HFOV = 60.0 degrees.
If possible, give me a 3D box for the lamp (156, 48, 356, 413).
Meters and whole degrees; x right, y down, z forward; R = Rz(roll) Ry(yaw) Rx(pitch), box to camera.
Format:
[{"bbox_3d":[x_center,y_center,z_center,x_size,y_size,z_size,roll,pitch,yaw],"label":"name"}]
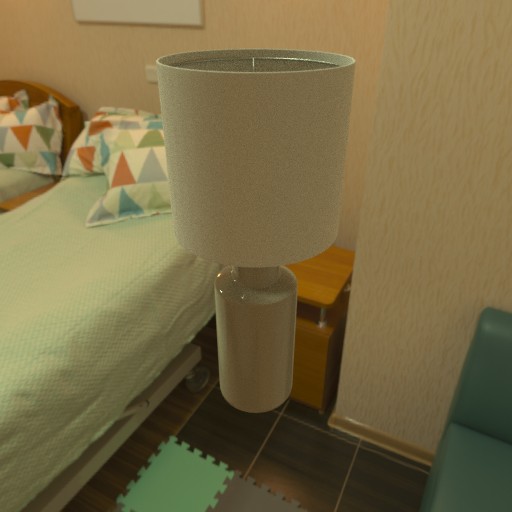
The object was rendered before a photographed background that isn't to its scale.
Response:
[{"bbox_3d":[0.000,0.000,0.602,0.212,0.493,0.212,-1,30,-1],"label":"lamp"}]
